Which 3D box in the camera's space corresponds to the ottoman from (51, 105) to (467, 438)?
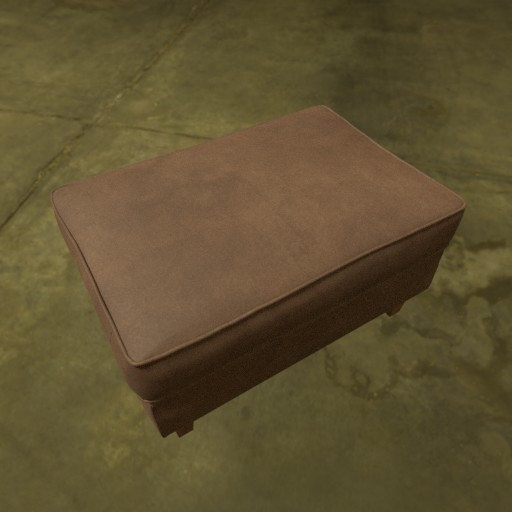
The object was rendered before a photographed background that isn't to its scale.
[{"bbox_3d":[0.000,0.000,1.199,0.860,0.481,0.596,-24,51,-21],"label":"ottoman"}]
